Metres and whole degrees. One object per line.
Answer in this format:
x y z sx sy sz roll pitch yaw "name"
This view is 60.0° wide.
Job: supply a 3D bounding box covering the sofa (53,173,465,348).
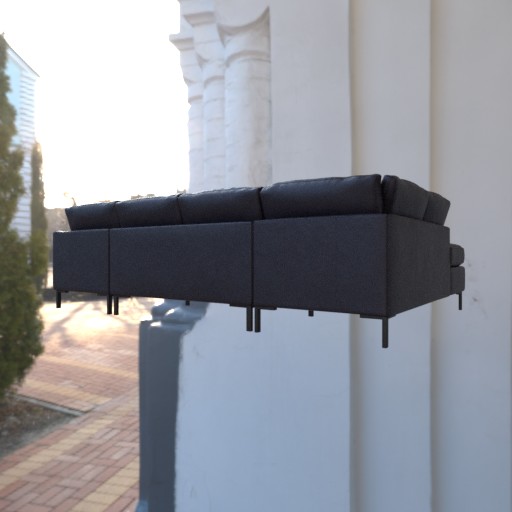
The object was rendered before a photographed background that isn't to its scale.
0.000 0.000 3.769 2.956 0.900 1.939 0 0 35 "sofa"
